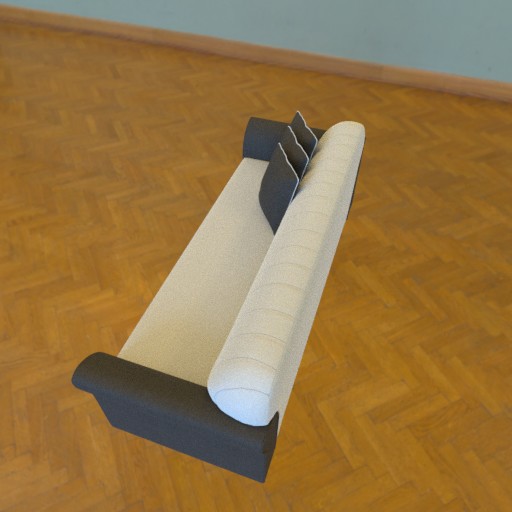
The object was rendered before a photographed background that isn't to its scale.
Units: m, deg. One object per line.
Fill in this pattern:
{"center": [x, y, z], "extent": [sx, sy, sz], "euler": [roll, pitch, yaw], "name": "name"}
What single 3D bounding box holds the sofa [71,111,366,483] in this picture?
{"center": [0.000, 0.000, 2.339], "extent": [0.755, 0.787, 2.001], "euler": [14, 49, 13], "name": "sofa"}
